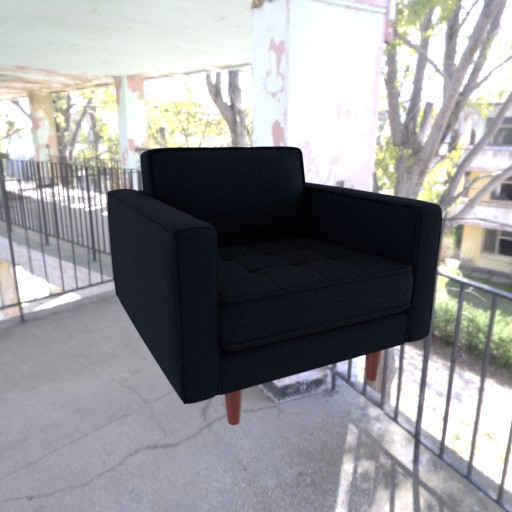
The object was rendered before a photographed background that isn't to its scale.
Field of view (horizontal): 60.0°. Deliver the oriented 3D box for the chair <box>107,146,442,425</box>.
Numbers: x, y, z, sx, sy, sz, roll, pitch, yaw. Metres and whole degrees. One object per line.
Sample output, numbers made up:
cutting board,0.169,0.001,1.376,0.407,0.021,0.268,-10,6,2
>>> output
chair,0.000,0.000,1.623,0.899,0.770,0.920,-8,17,-26
